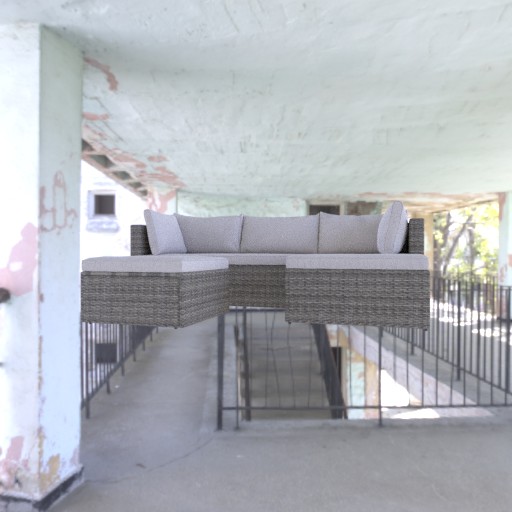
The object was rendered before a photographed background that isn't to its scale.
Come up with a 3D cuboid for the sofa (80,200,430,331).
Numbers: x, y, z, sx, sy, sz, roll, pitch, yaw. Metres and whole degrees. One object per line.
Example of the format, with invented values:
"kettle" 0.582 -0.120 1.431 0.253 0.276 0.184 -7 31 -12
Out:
"sofa" 0.000 0.000 3.065 2.192 0.766 1.662 0 0 18
